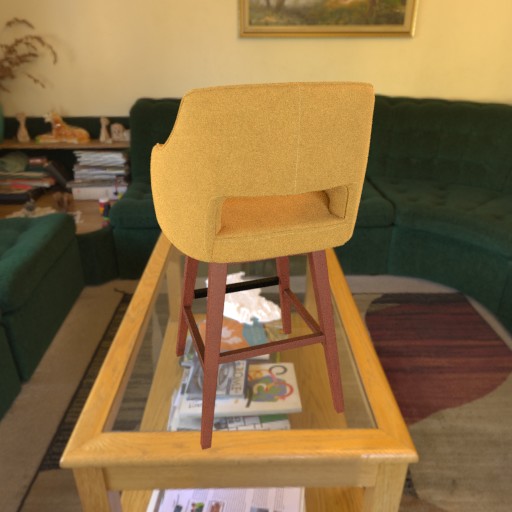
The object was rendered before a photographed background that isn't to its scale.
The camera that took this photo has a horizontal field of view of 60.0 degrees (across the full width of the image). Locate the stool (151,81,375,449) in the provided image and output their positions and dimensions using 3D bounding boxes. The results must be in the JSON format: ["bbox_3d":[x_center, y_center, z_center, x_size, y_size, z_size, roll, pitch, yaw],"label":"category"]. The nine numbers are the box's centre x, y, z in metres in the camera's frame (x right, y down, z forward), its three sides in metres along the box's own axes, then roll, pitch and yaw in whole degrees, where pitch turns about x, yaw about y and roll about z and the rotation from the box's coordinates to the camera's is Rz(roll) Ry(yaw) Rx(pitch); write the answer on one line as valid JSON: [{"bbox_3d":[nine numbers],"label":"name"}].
[{"bbox_3d":[0.000,0.000,1.329,0.548,1.012,0.558,-8,27,-17],"label":"stool"}]
